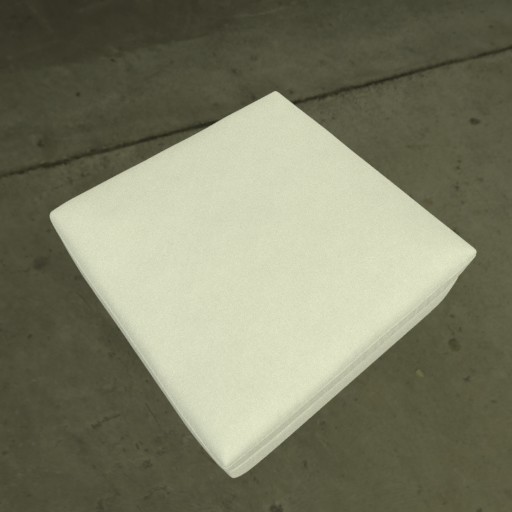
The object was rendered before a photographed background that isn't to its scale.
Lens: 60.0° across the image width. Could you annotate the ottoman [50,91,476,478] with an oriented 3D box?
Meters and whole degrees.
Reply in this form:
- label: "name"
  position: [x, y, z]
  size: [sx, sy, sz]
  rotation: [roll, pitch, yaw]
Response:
- label: "ottoman"
  position: [0.000, 0.000, 1.769]
  size: [1.163, 0.482, 1.167]
  rotation: [-34, 64, -19]
